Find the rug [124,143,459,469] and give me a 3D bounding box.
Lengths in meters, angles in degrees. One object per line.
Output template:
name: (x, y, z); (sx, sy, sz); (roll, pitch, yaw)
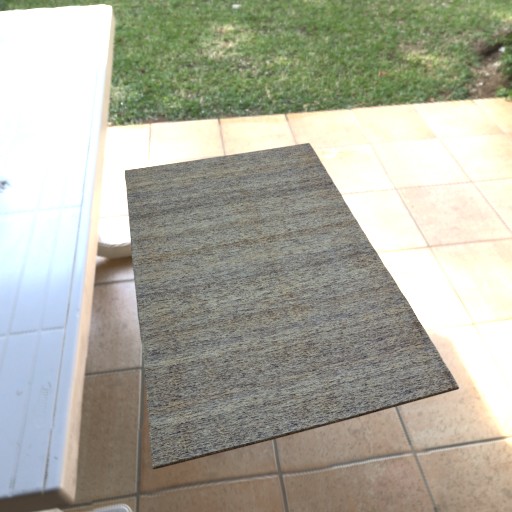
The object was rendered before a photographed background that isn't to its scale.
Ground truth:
rug: (0.000, 0.000, 2.294); (1.243, 0.014, 1.846); (-11, 48, -10)
